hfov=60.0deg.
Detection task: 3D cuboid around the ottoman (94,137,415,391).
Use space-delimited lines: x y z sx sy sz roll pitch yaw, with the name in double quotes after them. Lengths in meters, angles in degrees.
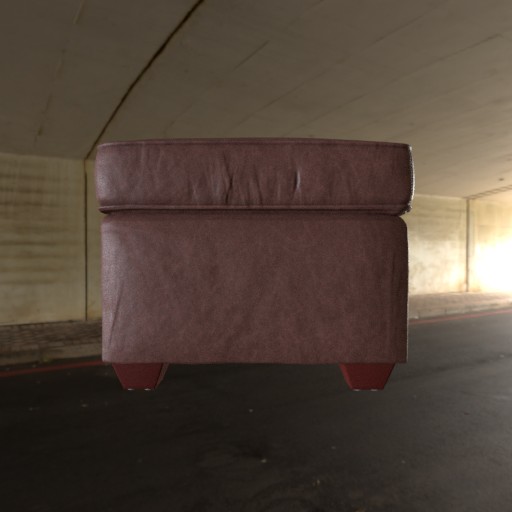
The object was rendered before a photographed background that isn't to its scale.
0.000 0.000 1.073 0.548 0.449 0.749 0 0 0 "ottoman"
